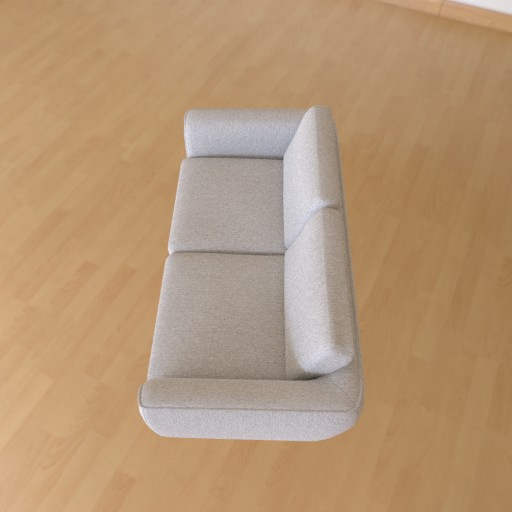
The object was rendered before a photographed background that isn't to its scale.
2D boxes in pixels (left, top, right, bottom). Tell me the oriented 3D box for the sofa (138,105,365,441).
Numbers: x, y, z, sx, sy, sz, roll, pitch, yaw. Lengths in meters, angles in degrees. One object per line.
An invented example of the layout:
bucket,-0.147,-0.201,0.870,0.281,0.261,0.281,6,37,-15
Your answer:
sofa,0.000,0.000,2.244,0.920,0.850,1.700,1,58,1
